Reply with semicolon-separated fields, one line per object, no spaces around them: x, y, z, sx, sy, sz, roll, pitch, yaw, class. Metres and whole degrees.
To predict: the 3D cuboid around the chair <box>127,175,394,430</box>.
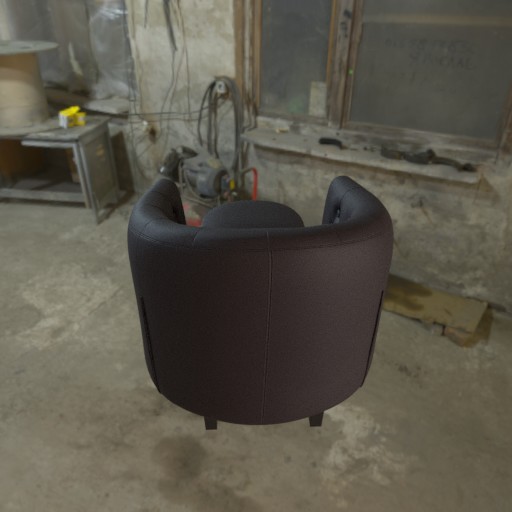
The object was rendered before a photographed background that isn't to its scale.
0.000;0.000;1.646;0.763;0.760;1.191;-1;31;-2;chair
